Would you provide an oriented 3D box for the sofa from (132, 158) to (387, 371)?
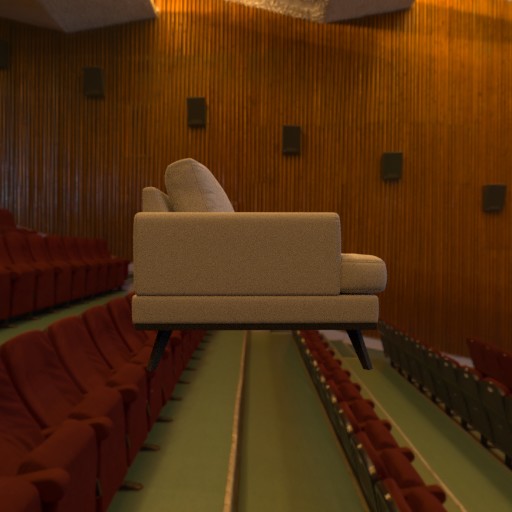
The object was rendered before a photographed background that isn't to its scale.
[{"bbox_3d":[0.000,0.000,2.723,0.920,0.810,2.310,0,1,-1],"label":"sofa"}]
